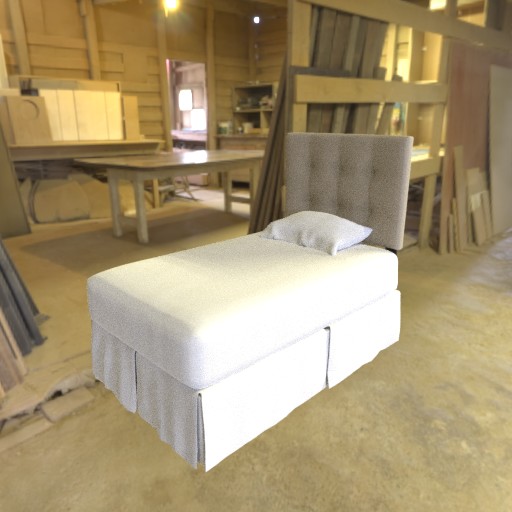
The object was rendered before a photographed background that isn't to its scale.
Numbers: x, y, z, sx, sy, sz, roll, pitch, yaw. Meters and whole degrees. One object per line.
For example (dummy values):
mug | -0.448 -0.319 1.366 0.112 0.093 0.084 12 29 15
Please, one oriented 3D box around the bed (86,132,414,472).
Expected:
bed | 0.000 0.000 3.032 1.997 1.571 1.261 -16 23 -42
